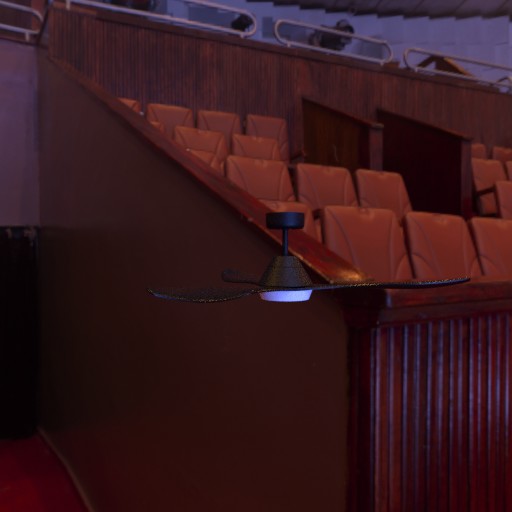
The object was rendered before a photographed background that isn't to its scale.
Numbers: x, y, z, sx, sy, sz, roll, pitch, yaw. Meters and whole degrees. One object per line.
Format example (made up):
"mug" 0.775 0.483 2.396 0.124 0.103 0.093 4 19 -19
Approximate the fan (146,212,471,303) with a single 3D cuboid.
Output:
"fan" 0.000 0.000 1.635 1.067 0.305 1.067 -1 1 -35
